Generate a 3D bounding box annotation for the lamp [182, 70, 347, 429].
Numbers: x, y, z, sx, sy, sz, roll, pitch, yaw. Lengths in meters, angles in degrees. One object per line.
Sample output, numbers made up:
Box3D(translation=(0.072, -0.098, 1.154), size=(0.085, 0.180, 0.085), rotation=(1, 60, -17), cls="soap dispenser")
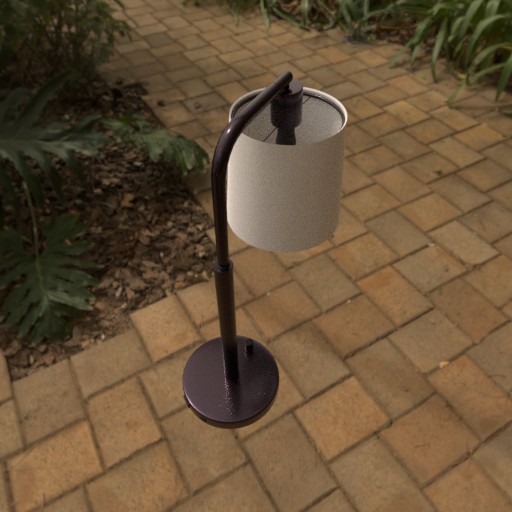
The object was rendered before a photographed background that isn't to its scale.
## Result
Box3D(translation=(0.000, 0.000, 0.646), size=(0.171, 0.489, 0.333), rotation=(23, 50, 21), cls="lamp")
